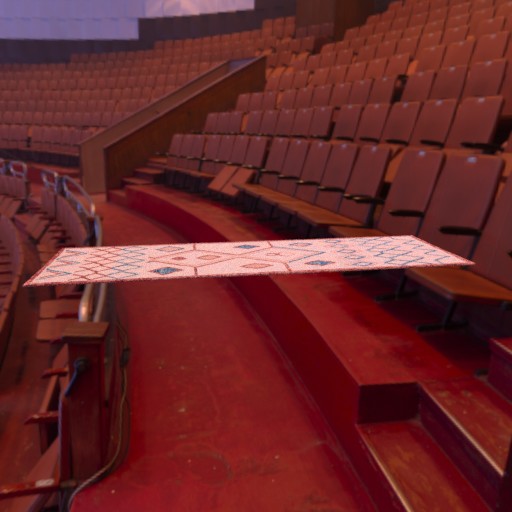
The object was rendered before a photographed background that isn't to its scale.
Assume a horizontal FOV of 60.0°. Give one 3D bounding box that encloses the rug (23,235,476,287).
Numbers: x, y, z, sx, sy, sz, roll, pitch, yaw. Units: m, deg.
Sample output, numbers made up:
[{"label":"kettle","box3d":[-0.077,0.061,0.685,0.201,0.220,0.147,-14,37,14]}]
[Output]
[{"label":"rug","box3d":[0.000,0.000,2.710,2.435,0.011,0.750,-2,15,-9]}]
